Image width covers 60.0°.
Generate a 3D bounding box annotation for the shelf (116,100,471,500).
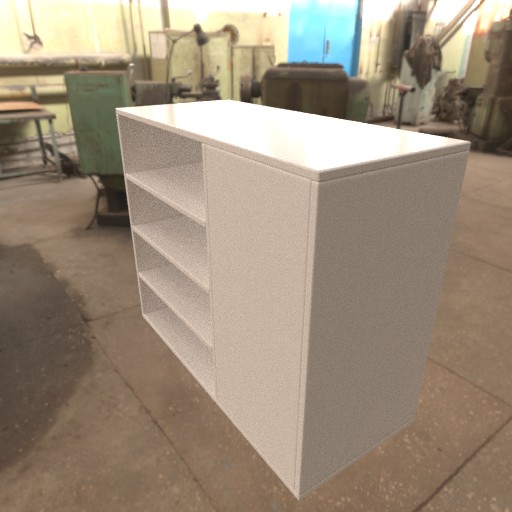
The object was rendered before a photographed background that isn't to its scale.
[{"bbox_3d":[0.000,0.000,1.245,0.396,0.732,0.895,-17,30,-31],"label":"shelf"}]
